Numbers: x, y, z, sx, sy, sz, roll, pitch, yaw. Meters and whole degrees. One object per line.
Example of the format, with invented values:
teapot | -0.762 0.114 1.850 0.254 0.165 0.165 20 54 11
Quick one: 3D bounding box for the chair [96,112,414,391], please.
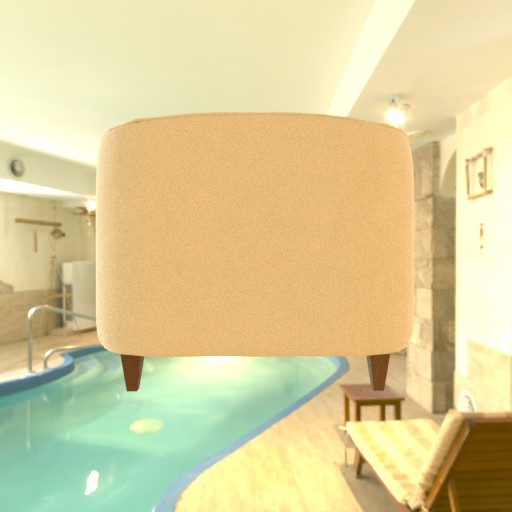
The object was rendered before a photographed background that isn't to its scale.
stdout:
chair | 0.000 0.000 1.766 1.104 0.852 0.941 0 0 -1
